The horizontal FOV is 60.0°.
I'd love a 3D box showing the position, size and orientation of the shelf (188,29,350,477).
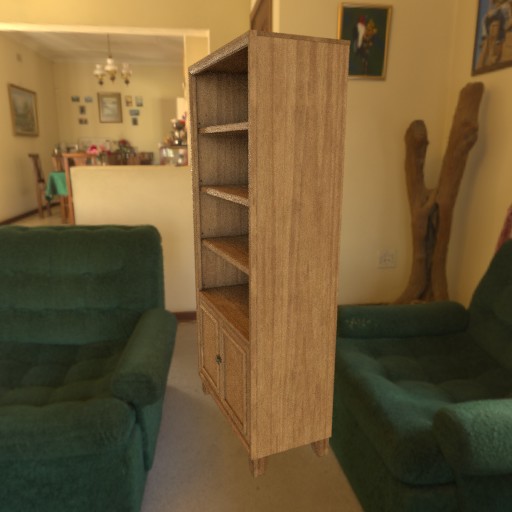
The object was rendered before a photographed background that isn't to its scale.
[{"bbox_3d":[0.000,0.000,2.306,0.453,1.930,0.864,-6,15,-23],"label":"shelf"}]
